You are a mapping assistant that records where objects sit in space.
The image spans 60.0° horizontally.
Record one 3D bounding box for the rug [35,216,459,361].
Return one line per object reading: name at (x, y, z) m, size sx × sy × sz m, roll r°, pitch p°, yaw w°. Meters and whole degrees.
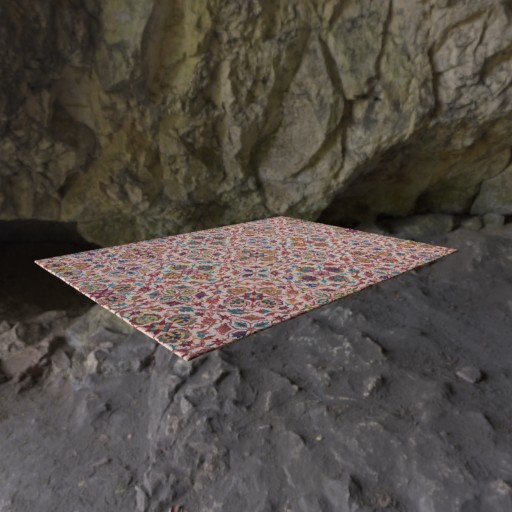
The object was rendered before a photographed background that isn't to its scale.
rug at (0.000, 0.000, 4.201) m, size 3.215 × 0.020 × 2.446 m, roll -14°, pitch 21°, yaw -41°
